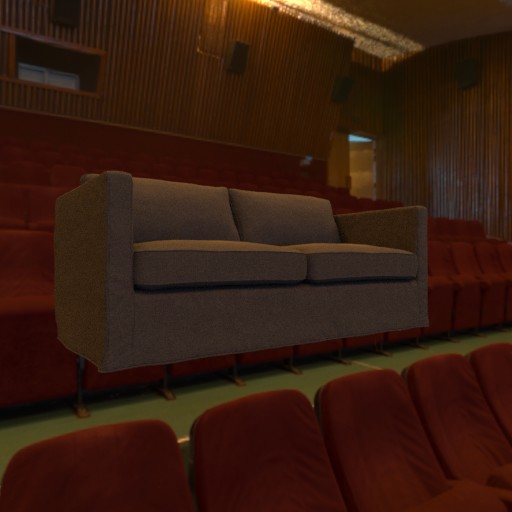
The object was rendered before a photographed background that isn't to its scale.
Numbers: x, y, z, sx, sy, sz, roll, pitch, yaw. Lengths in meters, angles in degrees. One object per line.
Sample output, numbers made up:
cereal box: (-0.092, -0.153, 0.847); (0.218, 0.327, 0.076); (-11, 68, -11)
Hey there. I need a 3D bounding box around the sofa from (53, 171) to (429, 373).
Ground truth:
sofa: (0.000, 0.000, 2.509); (1.982, 0.855, 0.953); (0, -1, -35)
